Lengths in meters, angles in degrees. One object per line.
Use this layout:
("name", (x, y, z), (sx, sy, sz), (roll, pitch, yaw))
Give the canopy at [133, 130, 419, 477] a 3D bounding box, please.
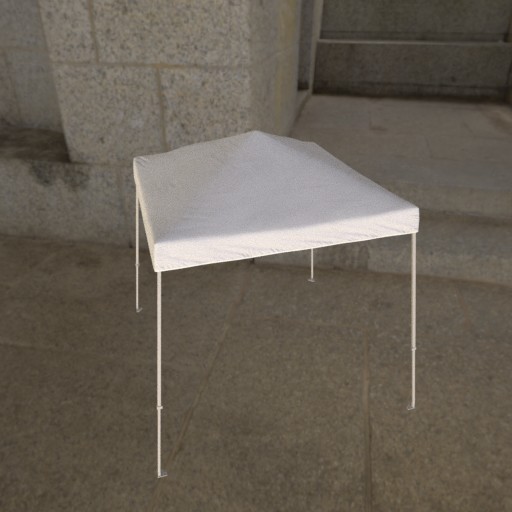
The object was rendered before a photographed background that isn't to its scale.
("canopy", (0.000, 0.000, 6.423), (3.599, 3.600, 3.600), (-9, 30, -15))
